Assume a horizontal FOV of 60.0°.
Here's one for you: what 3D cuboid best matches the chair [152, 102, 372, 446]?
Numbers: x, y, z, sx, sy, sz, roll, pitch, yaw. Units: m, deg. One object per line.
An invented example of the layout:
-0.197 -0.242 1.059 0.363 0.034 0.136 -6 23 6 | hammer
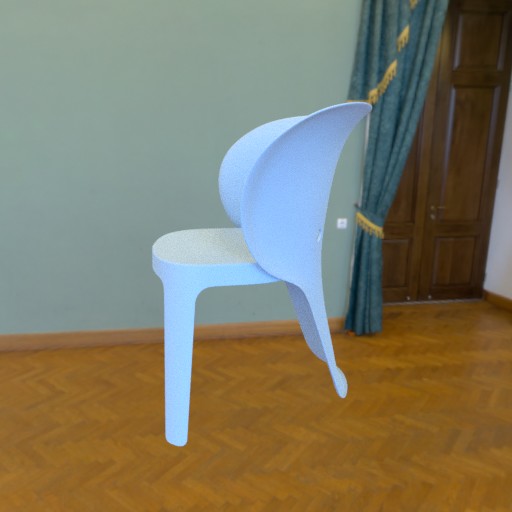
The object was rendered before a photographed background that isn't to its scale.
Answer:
0.000 0.000 0.880 0.402 0.554 0.451 -2 14 -9 | chair
